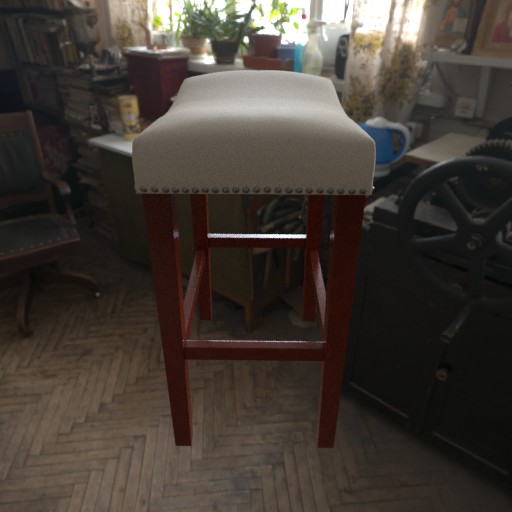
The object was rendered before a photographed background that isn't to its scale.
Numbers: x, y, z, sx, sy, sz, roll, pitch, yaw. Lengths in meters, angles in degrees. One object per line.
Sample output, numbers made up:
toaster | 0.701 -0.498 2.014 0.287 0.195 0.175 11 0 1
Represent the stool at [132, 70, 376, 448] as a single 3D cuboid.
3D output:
stool | 0.000 0.000 1.030 0.372 0.742 0.504 0 31 1
